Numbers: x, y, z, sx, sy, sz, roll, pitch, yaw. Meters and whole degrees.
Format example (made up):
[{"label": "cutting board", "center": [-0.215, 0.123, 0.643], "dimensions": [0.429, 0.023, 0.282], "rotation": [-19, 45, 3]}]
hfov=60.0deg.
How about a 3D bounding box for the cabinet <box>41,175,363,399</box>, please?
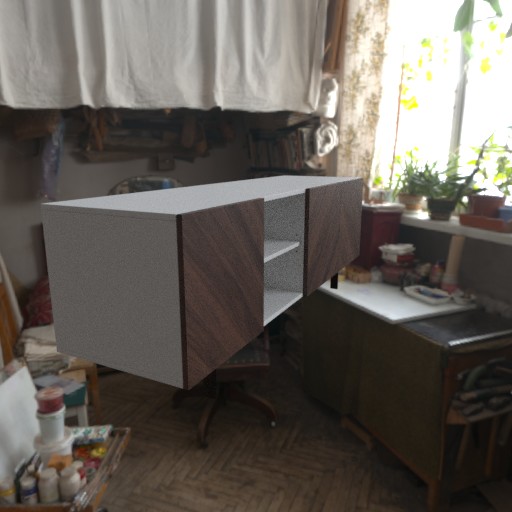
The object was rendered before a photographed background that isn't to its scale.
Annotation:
[{"label": "cabinet", "center": [0.000, 0.000, 1.712], "dimensions": [0.431, 0.533, 1.499], "rotation": [7, 15, 26]}]
